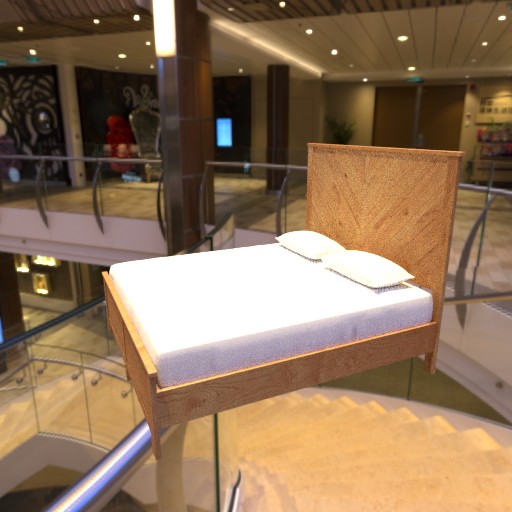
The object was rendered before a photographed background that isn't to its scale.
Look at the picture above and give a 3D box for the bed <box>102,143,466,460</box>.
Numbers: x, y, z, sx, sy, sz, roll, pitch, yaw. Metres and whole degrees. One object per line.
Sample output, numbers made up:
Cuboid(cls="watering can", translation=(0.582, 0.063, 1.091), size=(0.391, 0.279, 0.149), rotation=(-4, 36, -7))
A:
Cuboid(cls="bed", translation=(0.000, 0.000, 4.137), size=(2.530, 1.938, 2.225), rotation=(-8, 18, -24))
